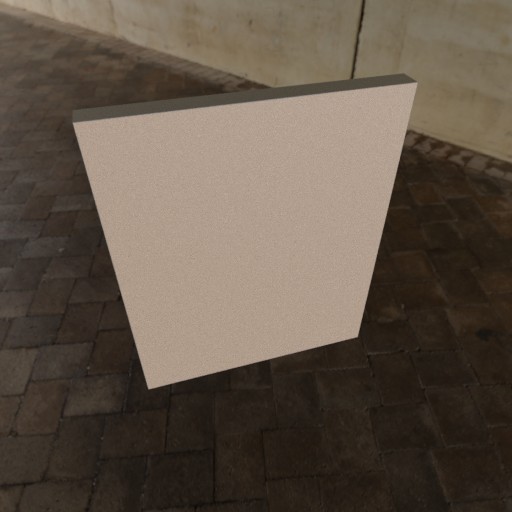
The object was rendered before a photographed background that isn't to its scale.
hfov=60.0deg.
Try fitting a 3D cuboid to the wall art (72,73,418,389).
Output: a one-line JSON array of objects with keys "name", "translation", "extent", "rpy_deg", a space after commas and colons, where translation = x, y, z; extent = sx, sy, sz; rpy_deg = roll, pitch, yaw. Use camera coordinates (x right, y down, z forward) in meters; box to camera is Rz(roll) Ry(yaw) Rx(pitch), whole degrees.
[{"name": "wall art", "translation": [0.000, 0.000, 0.752], "extent": [0.452, 0.549, 0.038], "rpy_deg": [-11, 42, -13]}]
